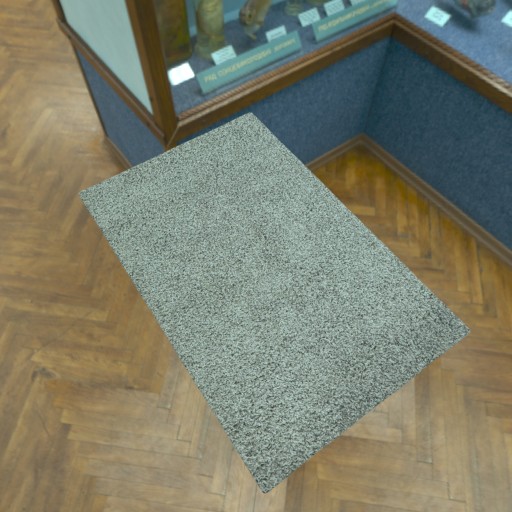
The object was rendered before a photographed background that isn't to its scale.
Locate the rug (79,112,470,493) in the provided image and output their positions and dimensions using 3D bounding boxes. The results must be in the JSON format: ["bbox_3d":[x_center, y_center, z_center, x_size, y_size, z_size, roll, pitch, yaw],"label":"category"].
[{"bbox_3d":[0.000,0.000,3.431,1.778,0.030,2.743,-30,63,-17],"label":"rug"}]
